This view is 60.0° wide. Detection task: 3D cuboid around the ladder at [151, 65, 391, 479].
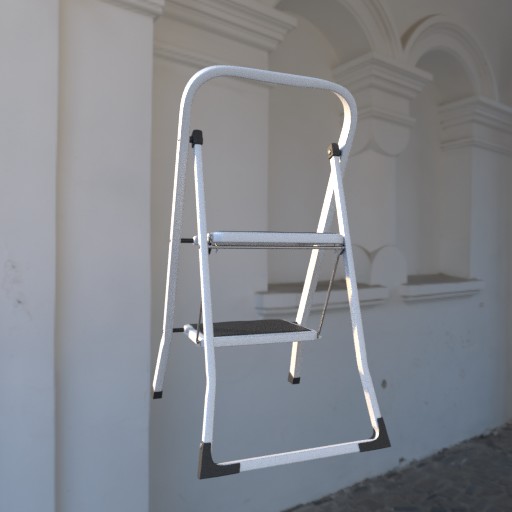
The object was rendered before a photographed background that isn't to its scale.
[{"bbox_3d":[0.000,0.000,1.114,0.460,0.810,0.544,0,0,-20],"label":"ladder"}]
